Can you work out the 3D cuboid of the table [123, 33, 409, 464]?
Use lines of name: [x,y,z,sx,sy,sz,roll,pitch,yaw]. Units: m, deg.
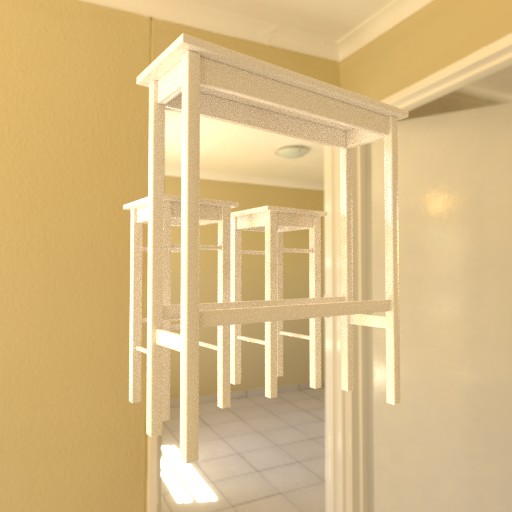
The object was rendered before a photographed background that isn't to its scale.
table: [0.000,0.000,1.605,0.915,1.065,0.650,1,-2,-36]
